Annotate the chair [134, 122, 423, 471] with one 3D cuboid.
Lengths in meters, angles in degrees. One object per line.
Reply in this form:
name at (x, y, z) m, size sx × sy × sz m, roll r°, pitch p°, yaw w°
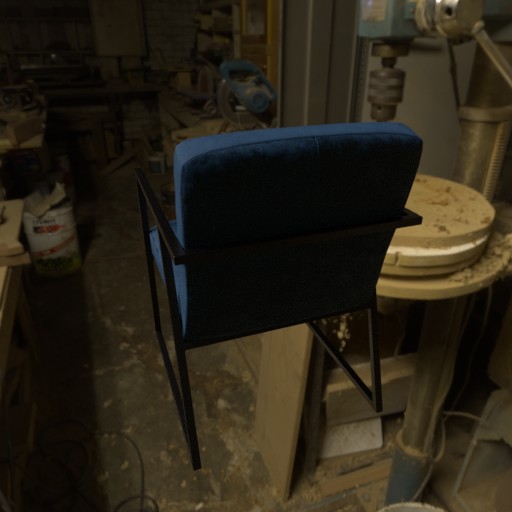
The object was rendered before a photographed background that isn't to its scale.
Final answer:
chair at (0.000, 0.000, 1.284) m, size 0.571 × 0.833 × 0.677 m, roll -10°, pitch 29°, yaw -18°
